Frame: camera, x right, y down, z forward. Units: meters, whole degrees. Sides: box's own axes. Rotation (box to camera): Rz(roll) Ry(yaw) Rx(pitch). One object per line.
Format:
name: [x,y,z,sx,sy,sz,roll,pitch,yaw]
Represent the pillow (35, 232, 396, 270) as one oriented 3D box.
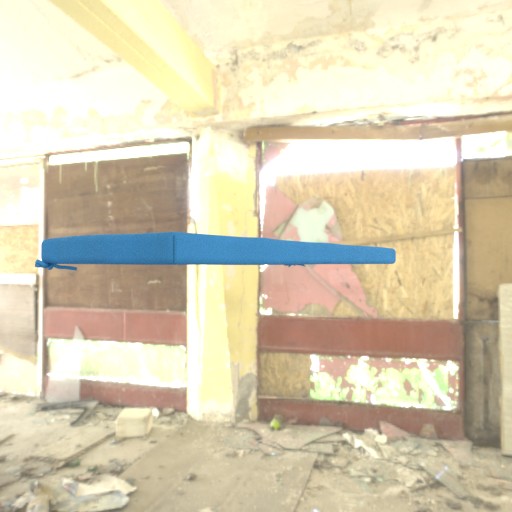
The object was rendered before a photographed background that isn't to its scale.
pillow: [0.000,0.000,1.367,0.492,0.081,1.187,-1,-1,36]
